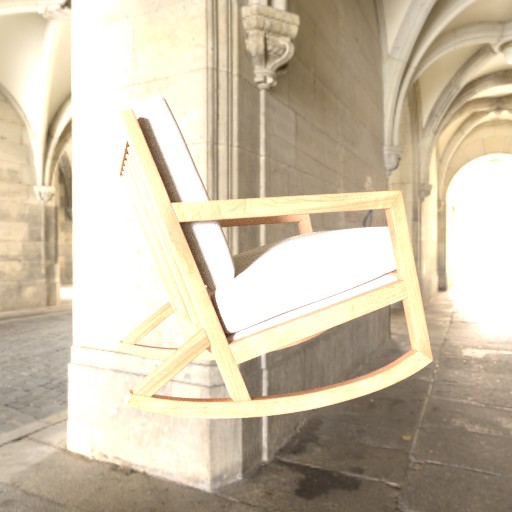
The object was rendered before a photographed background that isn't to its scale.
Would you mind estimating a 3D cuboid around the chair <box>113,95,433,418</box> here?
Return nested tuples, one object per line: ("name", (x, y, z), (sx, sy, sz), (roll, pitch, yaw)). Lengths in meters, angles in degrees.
("chair", (0.000, 0.000, 1.417), (0.857, 0.790, 0.622), (0, 1, -19))
